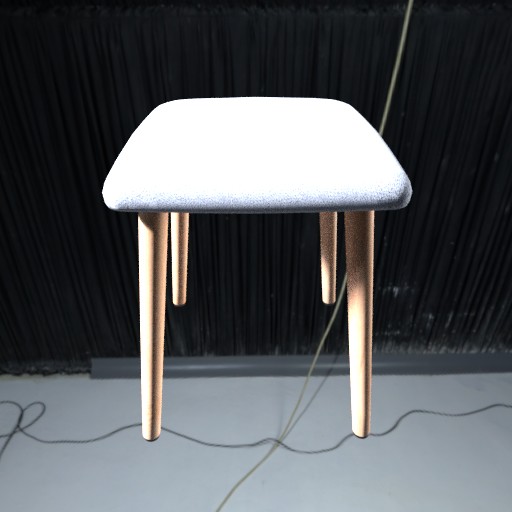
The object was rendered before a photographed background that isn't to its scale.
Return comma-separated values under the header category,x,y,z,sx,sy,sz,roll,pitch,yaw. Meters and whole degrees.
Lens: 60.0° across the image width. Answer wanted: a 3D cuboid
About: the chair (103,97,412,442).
category,x,y,z,sx,sy,sz,roll,pitch,yaw
chair,0.000,0.000,0.698,0.350,0.440,0.350,0,32,-1
